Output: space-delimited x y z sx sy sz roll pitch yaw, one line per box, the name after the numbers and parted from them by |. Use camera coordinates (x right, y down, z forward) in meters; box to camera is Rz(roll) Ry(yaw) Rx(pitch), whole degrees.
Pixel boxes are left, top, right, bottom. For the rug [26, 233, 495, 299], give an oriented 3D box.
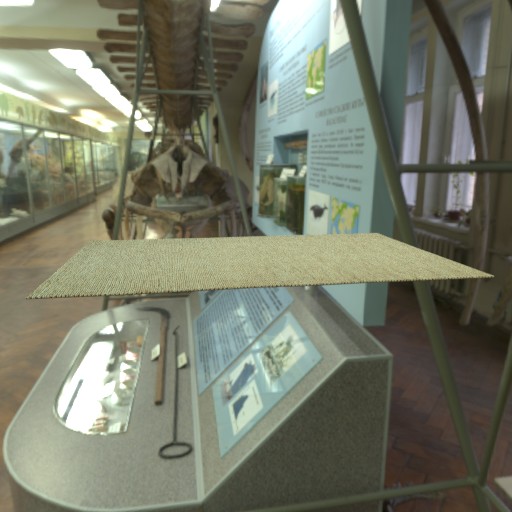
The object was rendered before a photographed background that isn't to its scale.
0.000 0.000 2.999 2.439 0.011 1.533 -2 12 -9 | rug
